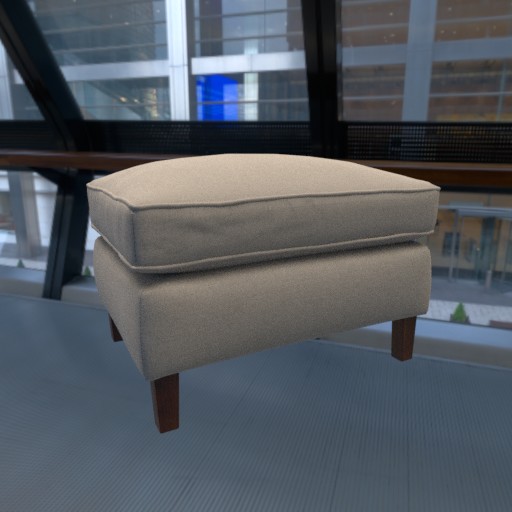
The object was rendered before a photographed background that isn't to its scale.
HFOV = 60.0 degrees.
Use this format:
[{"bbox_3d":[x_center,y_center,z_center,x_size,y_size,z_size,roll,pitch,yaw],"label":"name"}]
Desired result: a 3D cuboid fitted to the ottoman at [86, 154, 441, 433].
[{"bbox_3d":[0.000,0.000,1.015,0.665,0.456,0.501,-7,16,-27],"label":"ottoman"}]
